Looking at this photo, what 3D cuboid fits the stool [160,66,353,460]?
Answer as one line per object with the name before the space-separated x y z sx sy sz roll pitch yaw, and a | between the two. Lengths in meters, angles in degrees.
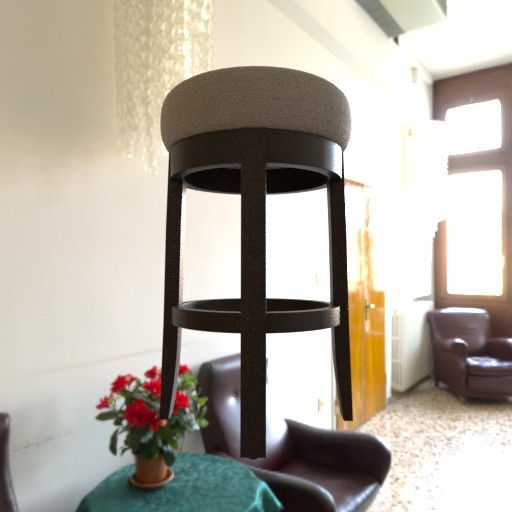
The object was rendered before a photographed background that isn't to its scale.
stool | 0.000 0.000 1.041 0.443 0.757 0.443 0 -1 0
